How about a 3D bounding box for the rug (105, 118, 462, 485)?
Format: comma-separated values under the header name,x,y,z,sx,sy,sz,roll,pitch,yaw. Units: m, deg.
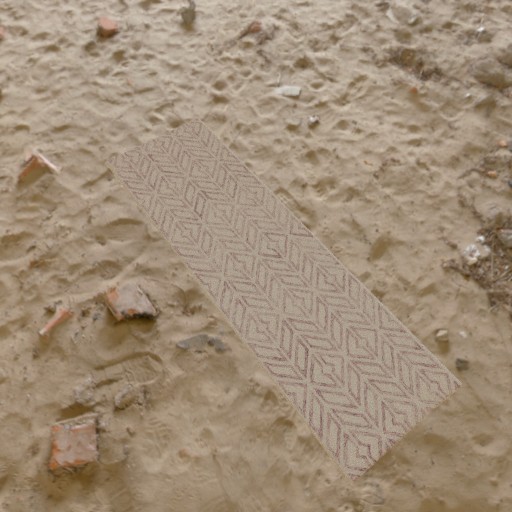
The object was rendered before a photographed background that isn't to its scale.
name,x,y,z,sx,sy,sz,roll,pitch,yaw
rug,0.000,0.000,2.605,0.750,0.009,2.435,-32,63,-19
